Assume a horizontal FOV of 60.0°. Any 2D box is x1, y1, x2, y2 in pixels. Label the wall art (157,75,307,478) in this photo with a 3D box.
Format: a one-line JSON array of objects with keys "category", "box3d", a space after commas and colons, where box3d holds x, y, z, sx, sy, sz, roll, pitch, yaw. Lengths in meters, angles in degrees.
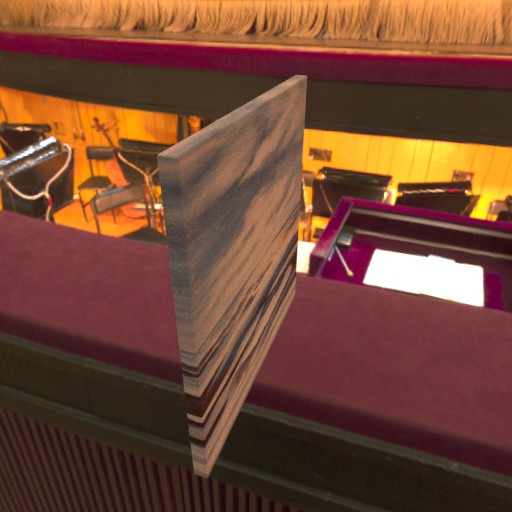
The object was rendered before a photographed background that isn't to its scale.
[{"category": "wall art", "box3d": [0.000, 0.000, 1.116, 0.035, 0.747, 0.747, 10, 32, 17]}]
